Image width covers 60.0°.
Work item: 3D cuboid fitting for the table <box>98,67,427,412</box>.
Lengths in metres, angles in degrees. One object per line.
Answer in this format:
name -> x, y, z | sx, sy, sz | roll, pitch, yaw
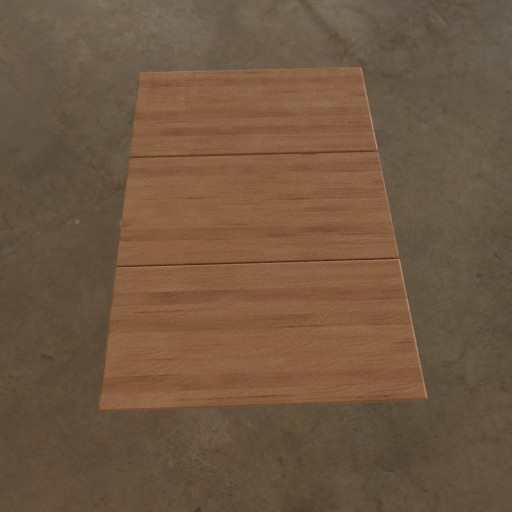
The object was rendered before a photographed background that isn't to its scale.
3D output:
table -> 0.000, 0.000, 1.842 | 0.900, 0.770, 1.300 | -2, 63, -1
